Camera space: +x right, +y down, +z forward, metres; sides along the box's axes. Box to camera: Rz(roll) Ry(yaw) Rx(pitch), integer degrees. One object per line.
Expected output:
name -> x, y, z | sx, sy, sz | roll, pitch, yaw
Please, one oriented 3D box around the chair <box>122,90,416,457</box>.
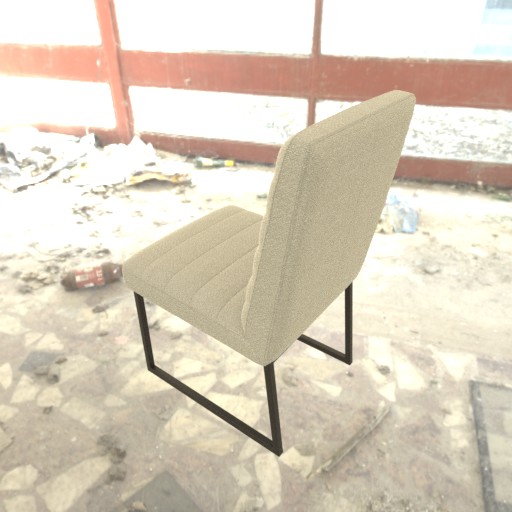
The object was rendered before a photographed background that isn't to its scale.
chair -> 0.000, 0.000, 1.305 | 0.634, 0.930, 0.520 | 22, 38, 31
